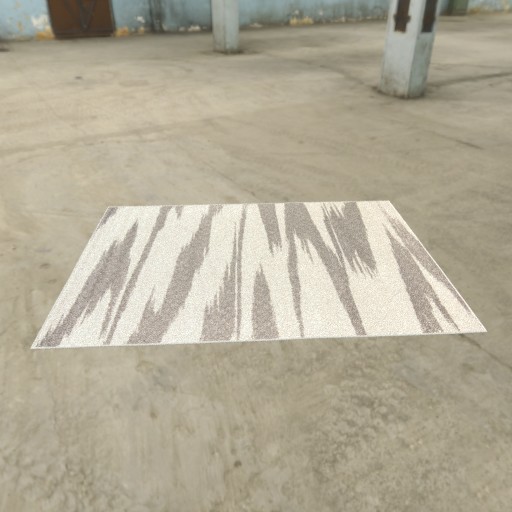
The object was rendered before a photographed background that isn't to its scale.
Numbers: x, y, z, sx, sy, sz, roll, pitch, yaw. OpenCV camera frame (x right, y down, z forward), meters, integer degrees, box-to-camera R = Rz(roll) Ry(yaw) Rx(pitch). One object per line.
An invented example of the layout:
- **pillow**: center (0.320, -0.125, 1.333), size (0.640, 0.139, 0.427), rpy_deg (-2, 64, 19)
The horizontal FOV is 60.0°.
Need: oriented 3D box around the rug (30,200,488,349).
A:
- **rug**: center (0.000, 0.000, 2.716), size (2.142, 0.010, 1.533), rpy_deg (-2, 31, -3)
